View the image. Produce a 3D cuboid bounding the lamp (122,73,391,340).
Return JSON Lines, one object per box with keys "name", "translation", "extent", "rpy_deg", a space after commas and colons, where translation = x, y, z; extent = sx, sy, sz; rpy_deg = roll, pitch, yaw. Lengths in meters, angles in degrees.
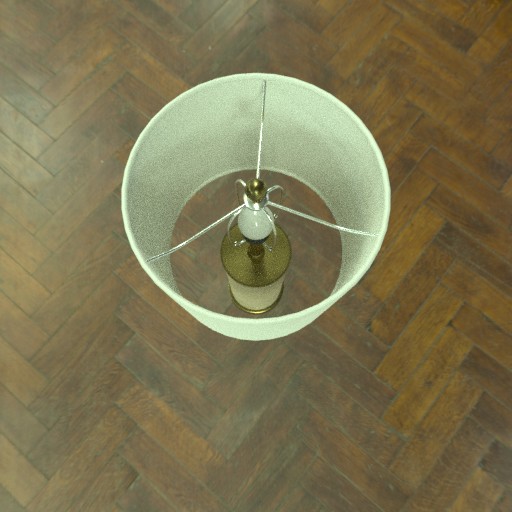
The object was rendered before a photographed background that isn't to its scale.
{"name": "lamp", "translation": [0.000, 0.000, 0.797], "extent": [0.305, 0.634, 0.305], "rpy_deg": [-35, 78, -8]}
